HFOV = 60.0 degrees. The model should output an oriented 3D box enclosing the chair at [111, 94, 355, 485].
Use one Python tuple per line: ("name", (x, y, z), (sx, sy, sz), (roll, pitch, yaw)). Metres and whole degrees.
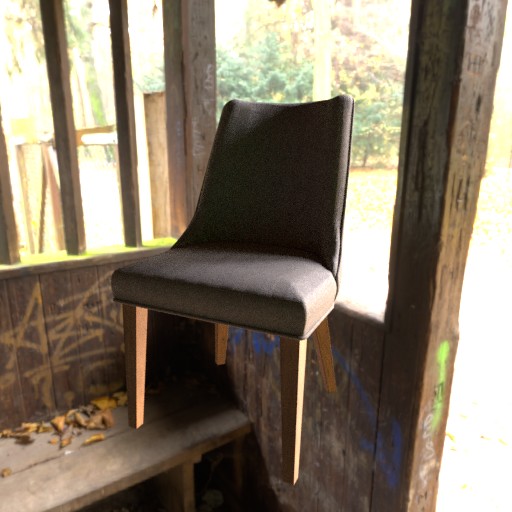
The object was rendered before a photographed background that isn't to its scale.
("chair", (0.000, 0.000, 1.306), (0.548, 0.916, 0.636), (7, 17, 25))
